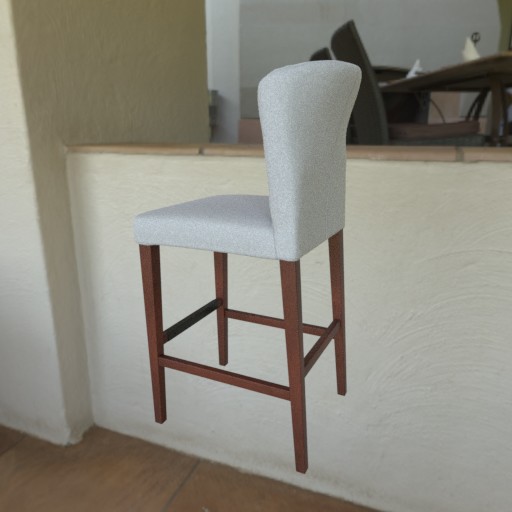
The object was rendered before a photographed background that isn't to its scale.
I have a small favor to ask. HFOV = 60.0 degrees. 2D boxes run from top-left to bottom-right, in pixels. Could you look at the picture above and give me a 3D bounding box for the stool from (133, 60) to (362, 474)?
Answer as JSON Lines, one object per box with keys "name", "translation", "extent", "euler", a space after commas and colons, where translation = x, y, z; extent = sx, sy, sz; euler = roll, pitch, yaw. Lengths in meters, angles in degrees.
{"name": "stool", "translation": [0.000, 0.000, 1.367], "extent": [0.568, 1.069, 0.479], "euler": [7, 17, 25]}
